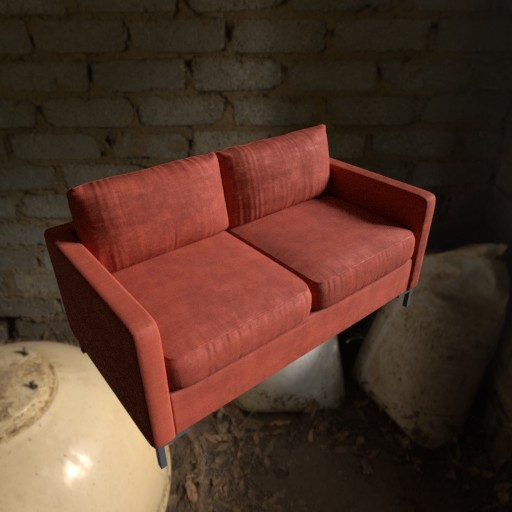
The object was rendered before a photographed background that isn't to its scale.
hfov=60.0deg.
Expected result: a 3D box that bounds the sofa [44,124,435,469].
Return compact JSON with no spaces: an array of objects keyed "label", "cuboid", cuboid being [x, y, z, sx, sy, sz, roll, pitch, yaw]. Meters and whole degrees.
[{"label":"sofa","cuboid":[0.000,0.000,2.061,1.574,0.896,0.864,-23,37,-33]}]
